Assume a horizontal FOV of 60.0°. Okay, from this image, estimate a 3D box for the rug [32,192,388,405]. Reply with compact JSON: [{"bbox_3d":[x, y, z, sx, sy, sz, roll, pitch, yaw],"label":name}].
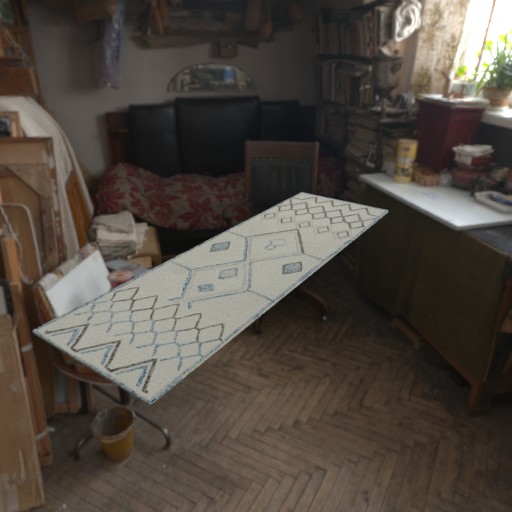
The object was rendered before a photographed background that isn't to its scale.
[{"bbox_3d":[0.000,0.000,2.699,0.770,0.013,2.434,17,31,31],"label":"rug"}]
